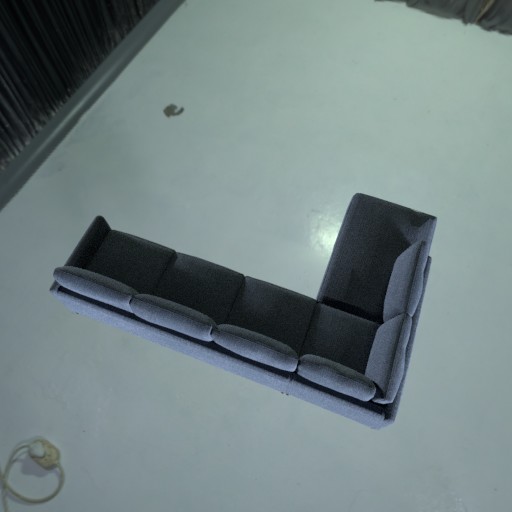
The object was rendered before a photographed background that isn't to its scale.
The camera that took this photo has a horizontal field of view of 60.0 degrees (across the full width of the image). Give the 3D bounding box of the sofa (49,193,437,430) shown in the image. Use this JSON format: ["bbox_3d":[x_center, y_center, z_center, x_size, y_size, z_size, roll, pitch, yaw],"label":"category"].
[{"bbox_3d":[0.000,0.000,4.001,2.949,0.815,2.007,19,65,9],"label":"sofa"}]
